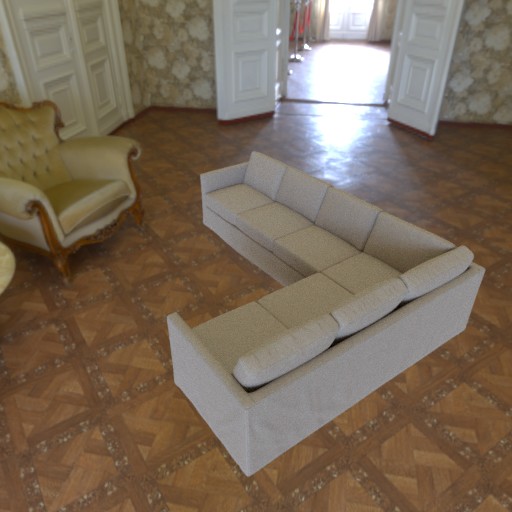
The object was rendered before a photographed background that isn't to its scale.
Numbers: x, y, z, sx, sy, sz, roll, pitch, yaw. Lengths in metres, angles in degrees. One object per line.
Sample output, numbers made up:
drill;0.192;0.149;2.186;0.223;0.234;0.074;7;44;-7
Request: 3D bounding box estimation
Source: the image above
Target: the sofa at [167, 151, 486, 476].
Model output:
sofa;0.000;0.000;4.278;2.432;0.871;3.182;-21;38;-29
